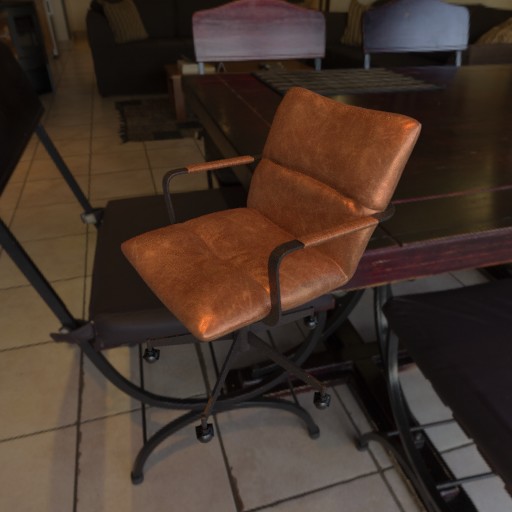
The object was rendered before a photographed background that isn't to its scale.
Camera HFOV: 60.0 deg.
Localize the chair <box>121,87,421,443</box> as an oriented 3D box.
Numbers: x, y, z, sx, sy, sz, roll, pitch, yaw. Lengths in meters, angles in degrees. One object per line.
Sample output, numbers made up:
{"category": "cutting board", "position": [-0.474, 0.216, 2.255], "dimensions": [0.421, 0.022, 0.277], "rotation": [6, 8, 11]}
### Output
{"category": "chair", "position": [0.000, 0.000, 1.484], "dimensions": [0.754, 0.922, 0.727], "rotation": [-21, 38, -29]}
